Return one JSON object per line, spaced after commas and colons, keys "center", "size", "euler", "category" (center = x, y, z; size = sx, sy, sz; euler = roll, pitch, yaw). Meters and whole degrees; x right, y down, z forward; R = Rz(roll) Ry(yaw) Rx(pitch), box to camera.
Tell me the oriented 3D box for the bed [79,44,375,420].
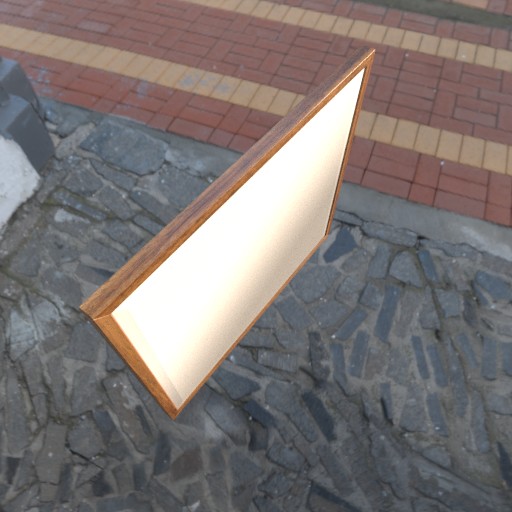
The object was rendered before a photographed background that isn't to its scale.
{"center": [0.000, 0.000, 1.446], "size": [0.043, 0.940, 1.041], "euler": [34, 65, 19], "category": "bed"}
